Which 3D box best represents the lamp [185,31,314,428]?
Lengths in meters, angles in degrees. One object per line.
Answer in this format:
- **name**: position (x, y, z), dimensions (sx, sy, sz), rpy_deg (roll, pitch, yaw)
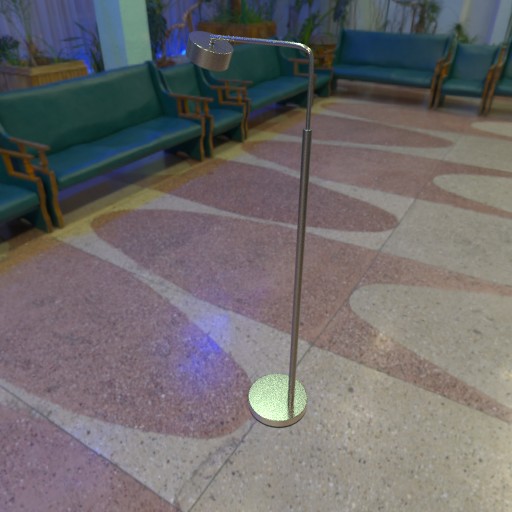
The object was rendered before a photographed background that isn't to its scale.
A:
- **lamp**: position (0.000, 0.000, 1.399), dimensions (0.421, 1.250, 0.222), rpy_deg (20, 38, 29)
